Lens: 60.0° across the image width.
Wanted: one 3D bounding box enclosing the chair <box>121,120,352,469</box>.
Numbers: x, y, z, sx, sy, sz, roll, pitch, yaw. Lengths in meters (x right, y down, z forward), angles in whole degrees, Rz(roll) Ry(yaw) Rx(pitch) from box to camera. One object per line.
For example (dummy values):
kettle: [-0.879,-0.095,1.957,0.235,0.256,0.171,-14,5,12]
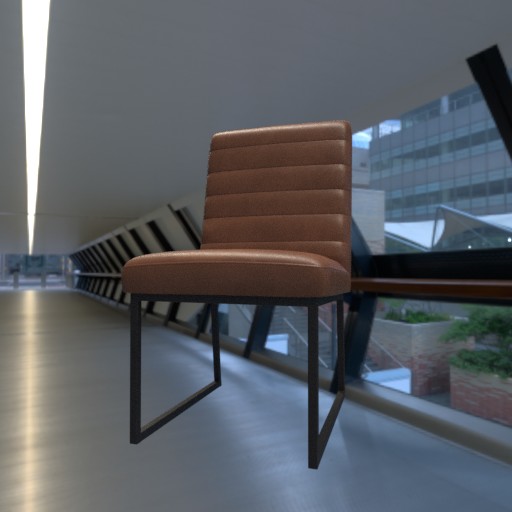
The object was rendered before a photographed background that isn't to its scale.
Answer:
chair: [0.000,0.000,1.312,0.520,0.930,0.634,0,-1,17]
